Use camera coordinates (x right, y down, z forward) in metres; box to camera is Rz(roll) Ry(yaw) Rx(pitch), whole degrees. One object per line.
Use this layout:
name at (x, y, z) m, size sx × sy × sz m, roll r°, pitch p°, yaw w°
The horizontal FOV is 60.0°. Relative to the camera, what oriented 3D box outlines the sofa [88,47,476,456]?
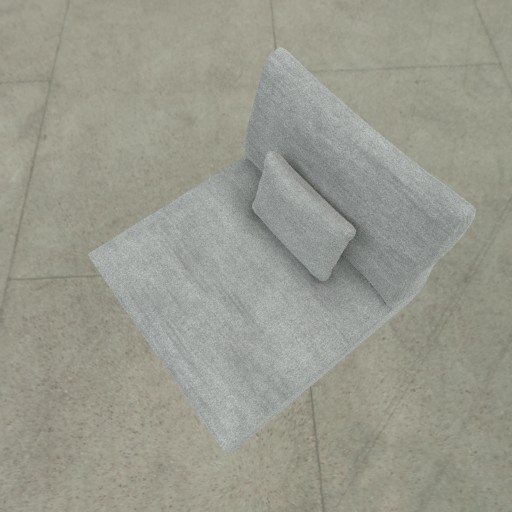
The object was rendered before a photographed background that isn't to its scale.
sofa at (0.000, 0.000, 1.666) m, size 1.000 × 0.820 × 0.930 m, roll -35°, pitch 68°, yaw -16°
